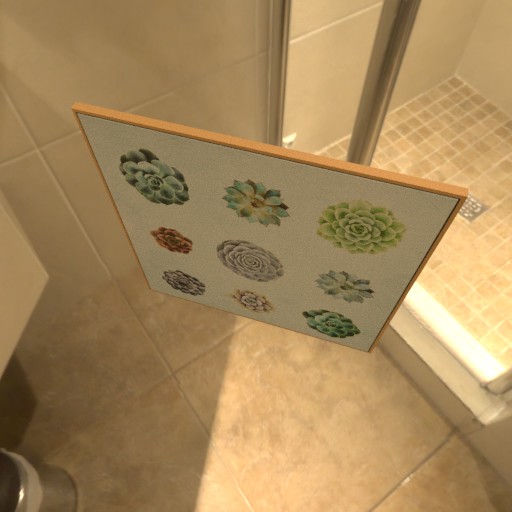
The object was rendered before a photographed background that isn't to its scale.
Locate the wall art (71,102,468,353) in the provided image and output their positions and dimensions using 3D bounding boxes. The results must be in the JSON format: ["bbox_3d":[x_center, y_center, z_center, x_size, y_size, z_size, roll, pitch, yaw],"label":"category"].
[{"bbox_3d":[0.000,0.000,0.684,0.457,0.455,0.013,15,59,9],"label":"wall art"}]
